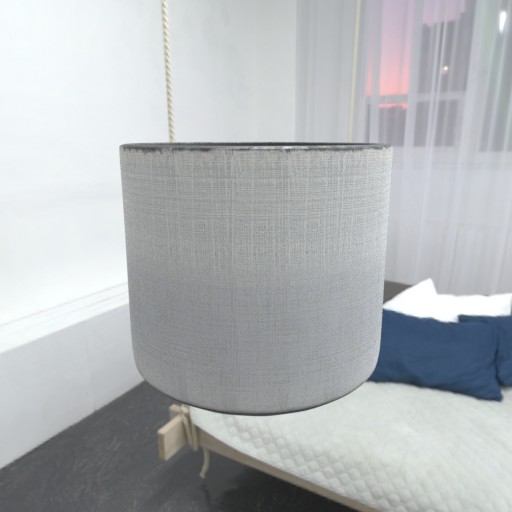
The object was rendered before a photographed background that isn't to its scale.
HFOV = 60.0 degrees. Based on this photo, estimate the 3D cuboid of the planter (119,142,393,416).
[{"bbox_3d":[0.000,0.000,0.448,0.254,0.221,0.254,0,15,0],"label":"planter"}]
